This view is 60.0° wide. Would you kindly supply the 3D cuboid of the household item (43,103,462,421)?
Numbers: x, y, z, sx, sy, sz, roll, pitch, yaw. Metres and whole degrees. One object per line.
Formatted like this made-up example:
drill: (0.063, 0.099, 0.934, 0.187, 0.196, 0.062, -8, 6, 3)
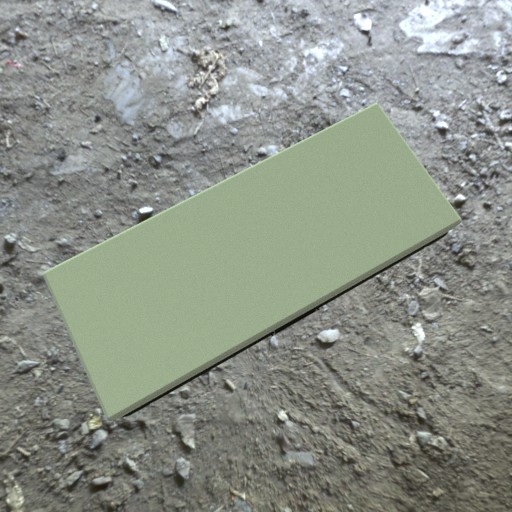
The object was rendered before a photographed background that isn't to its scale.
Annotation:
household item: (0.000, 0.000, 2.247, 1.905, 0.356, 0.787, -28, 77, -7)
